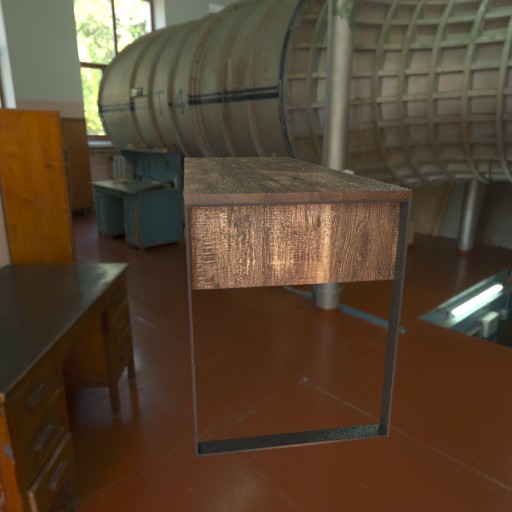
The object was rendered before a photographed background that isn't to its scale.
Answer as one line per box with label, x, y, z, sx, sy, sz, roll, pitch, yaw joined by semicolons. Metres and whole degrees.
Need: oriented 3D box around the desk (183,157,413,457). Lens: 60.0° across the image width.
desk;0.000;0.000;1.948;0.599;0.762;1.524;-2;16;-8
